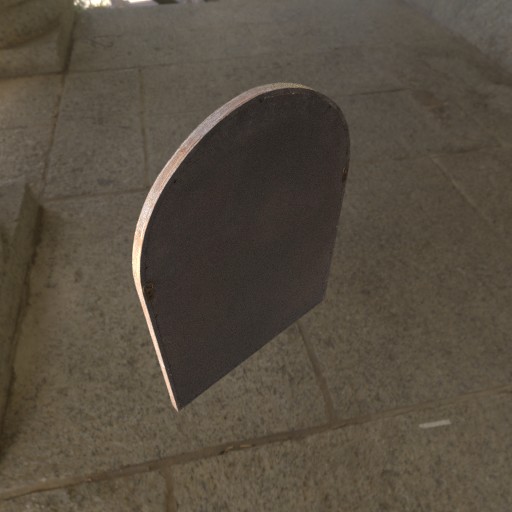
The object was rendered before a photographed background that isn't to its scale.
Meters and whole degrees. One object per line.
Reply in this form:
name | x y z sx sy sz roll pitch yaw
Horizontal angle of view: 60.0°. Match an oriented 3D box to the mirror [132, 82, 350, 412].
mirror | 0.000 0.000 1.185 0.660 0.920 0.032 -33 55 -27
